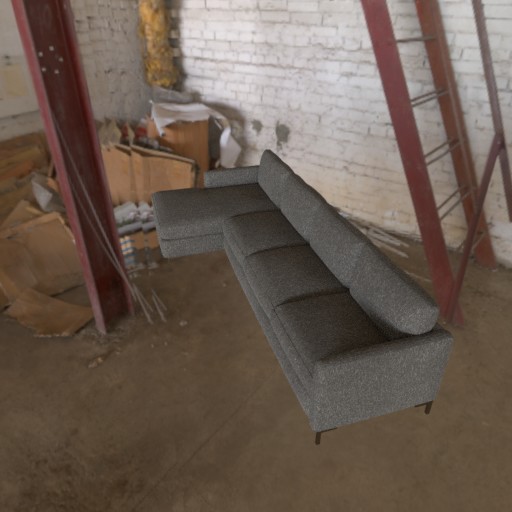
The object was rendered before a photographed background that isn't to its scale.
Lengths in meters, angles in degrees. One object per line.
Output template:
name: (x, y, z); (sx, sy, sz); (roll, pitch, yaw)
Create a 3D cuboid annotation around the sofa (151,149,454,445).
sofa: (0.000, 0.000, 3.471); (1.350, 0.810, 2.932); (-9, 32, -15)
